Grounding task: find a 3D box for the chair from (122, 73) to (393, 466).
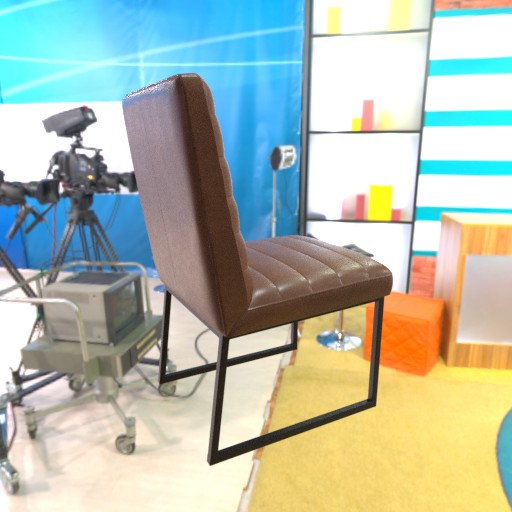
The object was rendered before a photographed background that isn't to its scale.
[{"bbox_3d":[0.000,0.000,1.318,0.634,0.930,0.520,-8,16,-27],"label":"chair"}]
